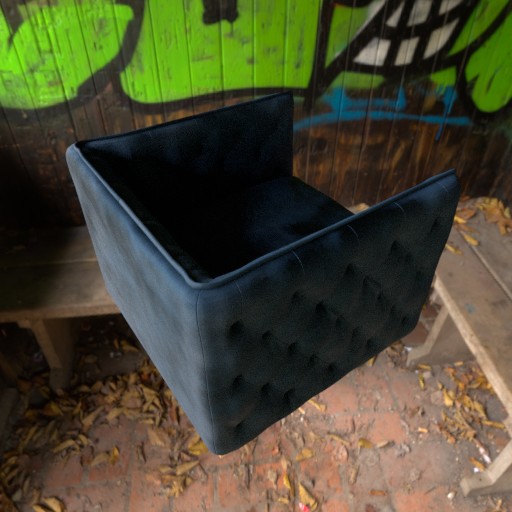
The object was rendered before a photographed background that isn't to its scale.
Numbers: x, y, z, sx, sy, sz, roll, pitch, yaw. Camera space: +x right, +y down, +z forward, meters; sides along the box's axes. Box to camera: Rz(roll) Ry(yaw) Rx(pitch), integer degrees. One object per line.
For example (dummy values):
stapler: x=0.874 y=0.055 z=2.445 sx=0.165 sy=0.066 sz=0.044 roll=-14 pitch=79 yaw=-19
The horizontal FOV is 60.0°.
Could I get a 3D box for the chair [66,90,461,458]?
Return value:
chair: x=0.000 y=0.000 z=1.519 sx=0.877 sy=0.771 sz=0.868 roll=-25 pitch=46 yaw=-26
